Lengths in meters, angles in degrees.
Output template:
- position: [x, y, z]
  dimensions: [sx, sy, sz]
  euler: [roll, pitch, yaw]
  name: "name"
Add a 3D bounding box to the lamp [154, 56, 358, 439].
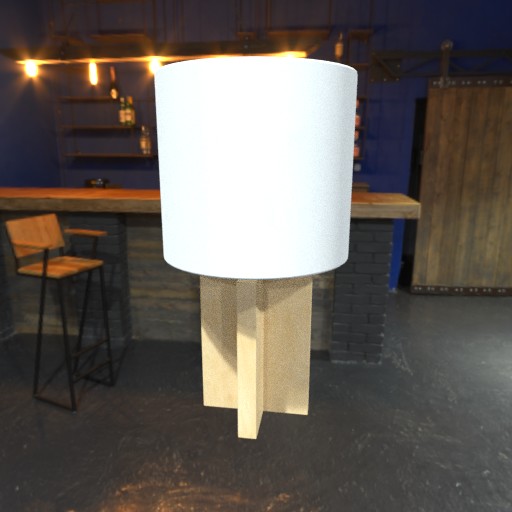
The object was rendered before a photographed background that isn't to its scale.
- position: [0.000, 0.000, 0.562]
  dimensions: [0.229, 0.428, 0.229]
  euler: [2, 14, 9]
  name: "lamp"
